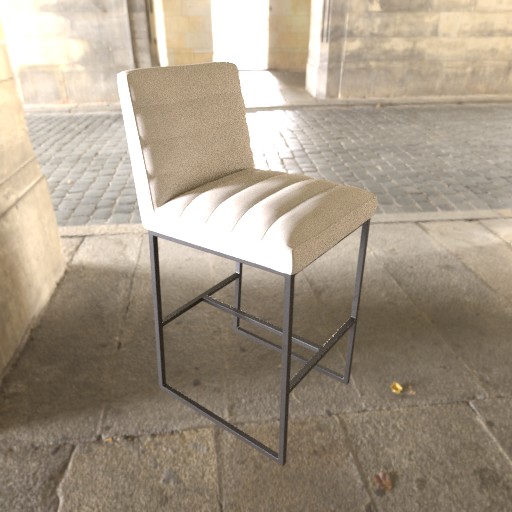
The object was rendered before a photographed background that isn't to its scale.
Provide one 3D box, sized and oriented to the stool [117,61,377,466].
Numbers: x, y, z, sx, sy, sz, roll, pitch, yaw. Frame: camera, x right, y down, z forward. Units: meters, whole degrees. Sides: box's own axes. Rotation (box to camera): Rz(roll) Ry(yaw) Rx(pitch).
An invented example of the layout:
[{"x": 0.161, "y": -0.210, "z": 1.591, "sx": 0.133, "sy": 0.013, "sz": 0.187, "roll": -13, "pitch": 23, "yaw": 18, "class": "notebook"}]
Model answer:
[{"x": 0.000, "y": 0.000, "z": 1.364, "sx": 0.573, "sy": 1.061, "sz": 0.464, "roll": 19, "pitch": 33, "yaw": 32, "class": "stool"}]
